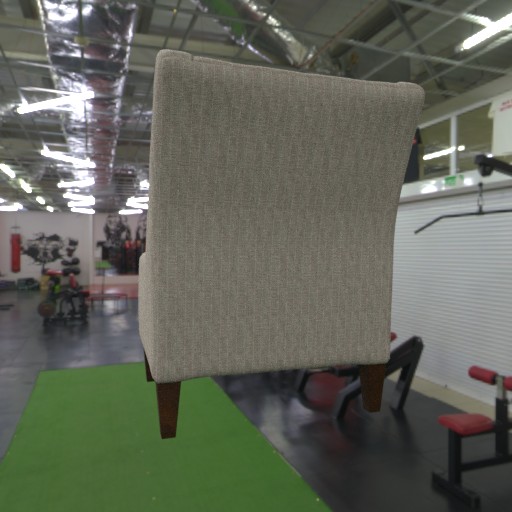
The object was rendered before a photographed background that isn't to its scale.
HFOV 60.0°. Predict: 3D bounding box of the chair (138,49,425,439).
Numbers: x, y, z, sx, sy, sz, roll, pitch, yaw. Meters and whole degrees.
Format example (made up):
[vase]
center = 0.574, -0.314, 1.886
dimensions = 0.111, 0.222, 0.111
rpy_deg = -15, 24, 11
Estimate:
[chair]
center = 0.000, 0.000, 1.558
dimensions = 0.774, 1.014, 0.870
rpy_deg = 0, 1, -18
